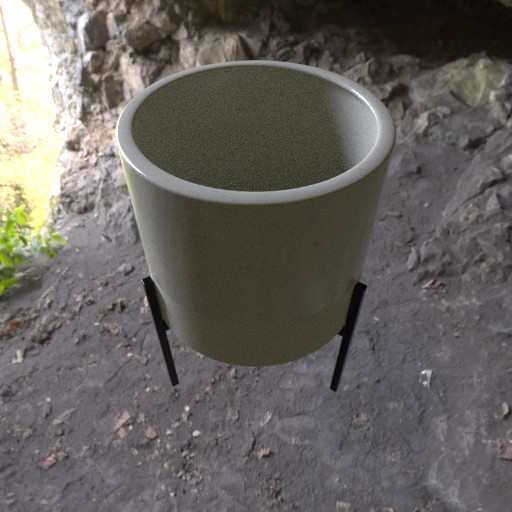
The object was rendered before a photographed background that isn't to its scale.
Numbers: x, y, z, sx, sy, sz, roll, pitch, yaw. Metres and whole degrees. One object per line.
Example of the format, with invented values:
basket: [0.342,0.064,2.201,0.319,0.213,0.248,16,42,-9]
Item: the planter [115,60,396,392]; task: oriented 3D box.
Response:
planter: [0.000,0.000,0.330,0.152,0.230,0.159,2,46,2]
